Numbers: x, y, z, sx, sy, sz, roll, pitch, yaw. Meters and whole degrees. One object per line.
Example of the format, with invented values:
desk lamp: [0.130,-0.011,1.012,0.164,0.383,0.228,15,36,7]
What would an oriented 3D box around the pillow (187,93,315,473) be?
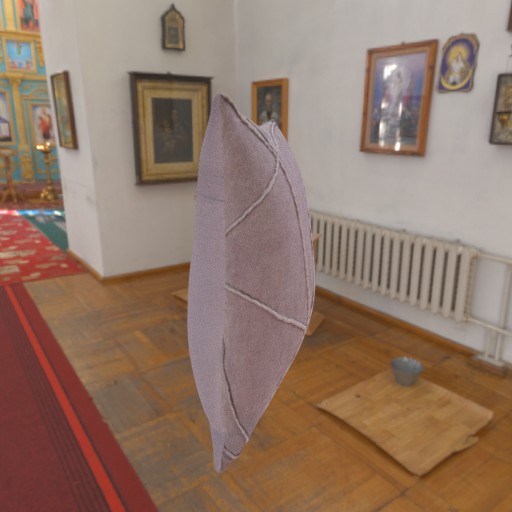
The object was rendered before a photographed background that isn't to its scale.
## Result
pillow: [0.000,0.000,0.691,0.185,0.440,0.439,2,15,9]
